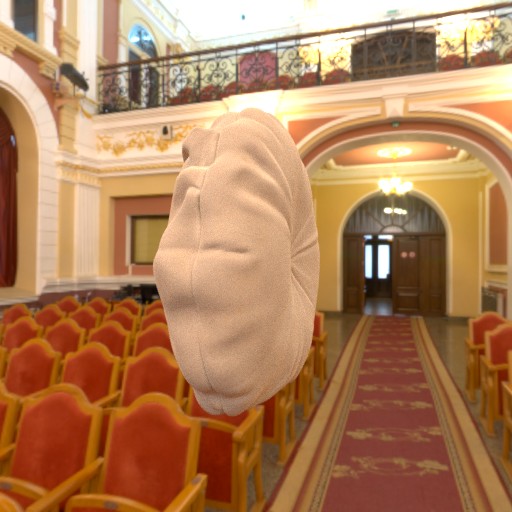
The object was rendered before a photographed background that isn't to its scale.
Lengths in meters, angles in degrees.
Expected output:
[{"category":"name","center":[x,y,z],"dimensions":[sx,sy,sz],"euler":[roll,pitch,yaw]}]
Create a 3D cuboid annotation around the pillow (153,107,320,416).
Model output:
[{"category":"pillow","center":[0.000,0.000,0.647],"dimensions":[0.148,0.407,0.428],"euler":[0,-1,18]}]
